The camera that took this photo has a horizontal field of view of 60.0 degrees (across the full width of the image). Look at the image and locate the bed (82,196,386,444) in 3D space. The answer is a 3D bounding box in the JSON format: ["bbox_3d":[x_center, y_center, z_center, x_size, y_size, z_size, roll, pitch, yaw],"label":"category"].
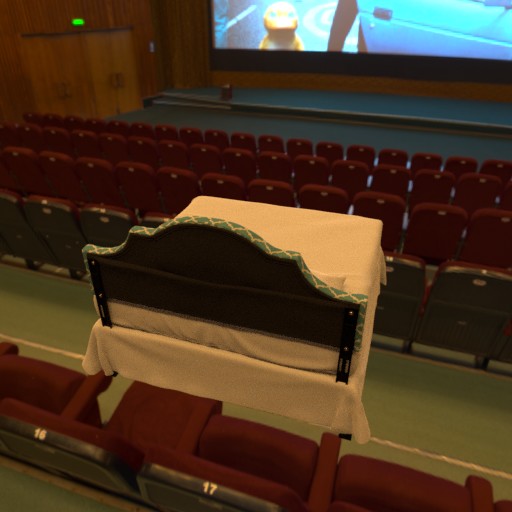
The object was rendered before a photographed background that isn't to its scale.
[{"bbox_3d":[0.000,0.000,3.843,2.314,1.601,2.222,10,33,15],"label":"bed"}]
